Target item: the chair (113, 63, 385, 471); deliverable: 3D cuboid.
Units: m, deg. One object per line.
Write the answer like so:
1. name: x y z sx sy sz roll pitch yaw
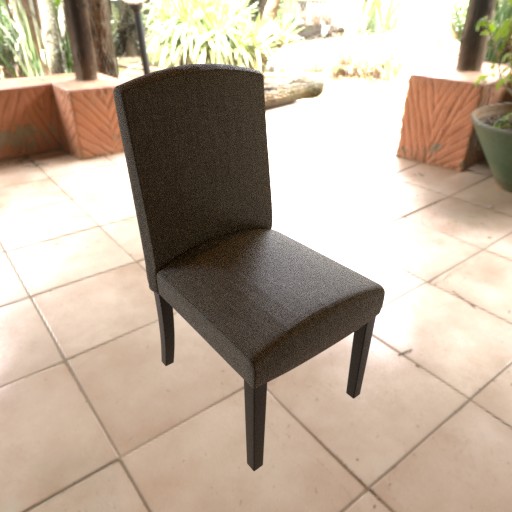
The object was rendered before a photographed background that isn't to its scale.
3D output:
1. chair: 0.000 0.000 1.208 0.451 0.917 0.580 -22 37 -32
